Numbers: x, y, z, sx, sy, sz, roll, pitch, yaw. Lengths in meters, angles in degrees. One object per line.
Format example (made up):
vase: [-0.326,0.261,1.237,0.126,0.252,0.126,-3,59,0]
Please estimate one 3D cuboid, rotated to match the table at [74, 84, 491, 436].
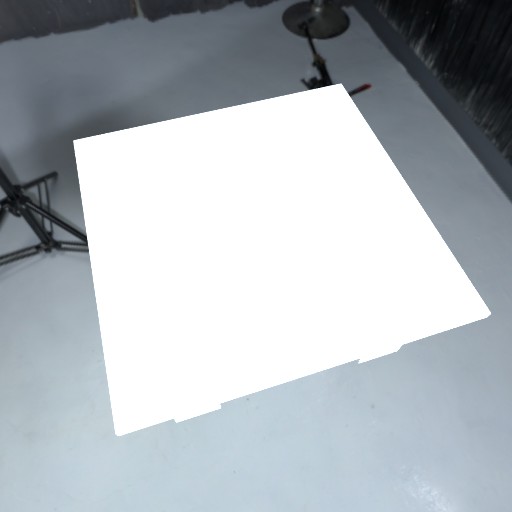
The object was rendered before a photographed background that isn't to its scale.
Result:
table: [0.000,0.000,1.040,0.670,0.305,0.670,-15,59,-9]
